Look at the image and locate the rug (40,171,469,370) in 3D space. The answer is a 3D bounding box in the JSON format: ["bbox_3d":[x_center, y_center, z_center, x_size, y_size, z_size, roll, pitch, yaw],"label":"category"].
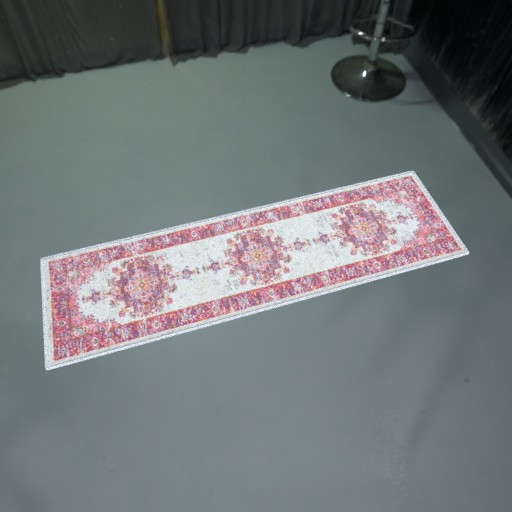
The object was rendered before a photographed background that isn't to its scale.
[{"bbox_3d":[0.000,0.000,2.462,2.294,0.011,0.666,-14,58,-9],"label":"rug"}]
